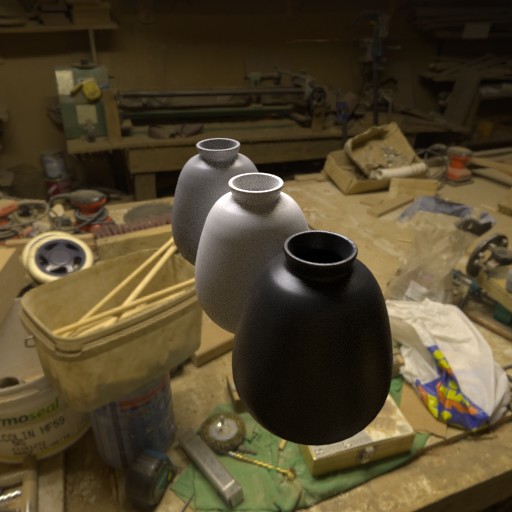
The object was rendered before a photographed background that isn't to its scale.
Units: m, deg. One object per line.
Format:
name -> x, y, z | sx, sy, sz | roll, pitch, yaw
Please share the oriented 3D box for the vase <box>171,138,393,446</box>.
vase -> 0.000, 0.000, 0.345 | 0.097, 0.122, 0.297 | -10, 32, -17
